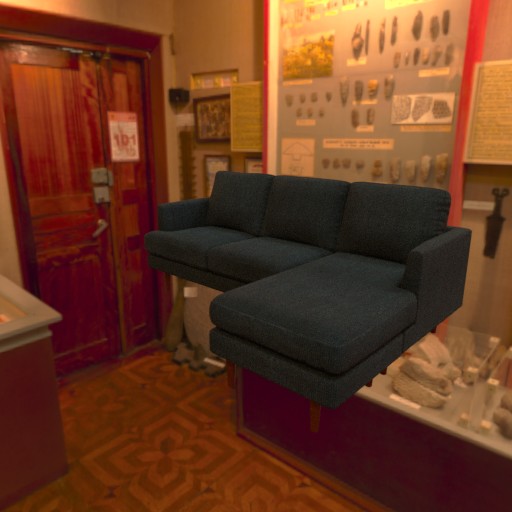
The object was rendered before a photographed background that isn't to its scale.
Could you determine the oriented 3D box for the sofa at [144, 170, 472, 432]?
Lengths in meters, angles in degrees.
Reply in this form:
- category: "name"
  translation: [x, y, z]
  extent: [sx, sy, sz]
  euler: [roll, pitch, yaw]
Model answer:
- category: "sofa"
  translation: [0.000, 0.000, 2.952]
  extent: [2.233, 0.956, 1.504]
  euler: [14, 21, 41]
